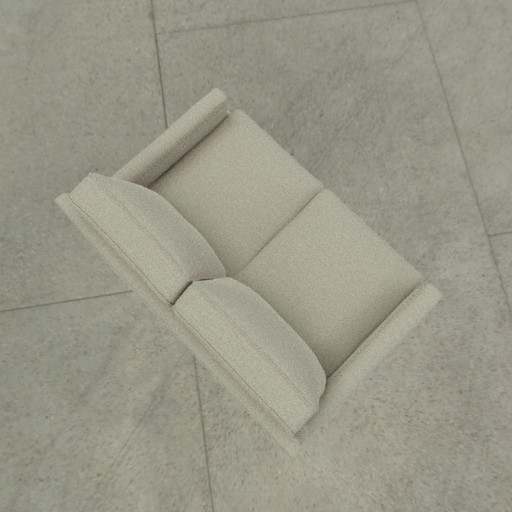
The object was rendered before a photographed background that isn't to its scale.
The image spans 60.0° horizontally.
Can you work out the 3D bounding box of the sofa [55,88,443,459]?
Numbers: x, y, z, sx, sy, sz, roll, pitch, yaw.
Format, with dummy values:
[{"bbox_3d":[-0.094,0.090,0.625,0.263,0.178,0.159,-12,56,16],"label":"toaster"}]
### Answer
[{"bbox_3d":[0.000,0.000,2.273,1.084,1.003,1.597,-43,80,-10],"label":"sofa"}]
